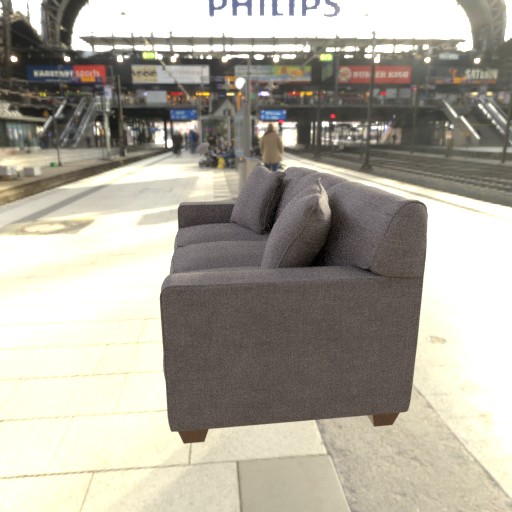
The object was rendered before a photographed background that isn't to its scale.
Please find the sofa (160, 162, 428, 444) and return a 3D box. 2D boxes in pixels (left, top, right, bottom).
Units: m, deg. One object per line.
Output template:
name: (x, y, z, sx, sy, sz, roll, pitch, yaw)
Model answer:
sofa: (0.000, 0.000, 2.541, 0.997, 0.958, 2.024, -2, 15, -7)
